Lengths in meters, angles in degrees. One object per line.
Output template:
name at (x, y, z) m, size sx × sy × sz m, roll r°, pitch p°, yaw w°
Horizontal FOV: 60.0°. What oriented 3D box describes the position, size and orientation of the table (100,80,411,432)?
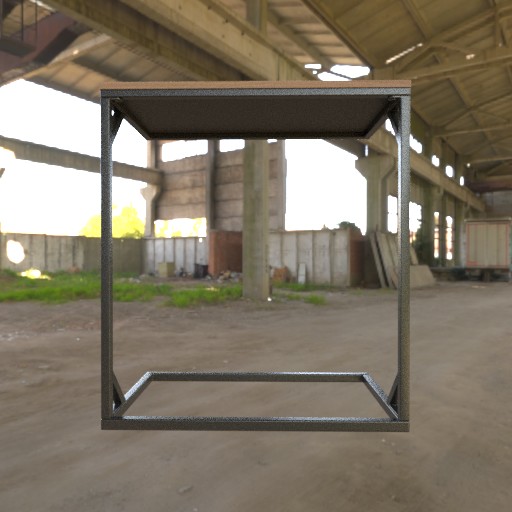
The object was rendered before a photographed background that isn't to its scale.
table at (0.000, 0.000, 1.026) m, size 0.597 × 0.673 × 0.351 m, roll 0°, pitch 0°, yaw 1°
